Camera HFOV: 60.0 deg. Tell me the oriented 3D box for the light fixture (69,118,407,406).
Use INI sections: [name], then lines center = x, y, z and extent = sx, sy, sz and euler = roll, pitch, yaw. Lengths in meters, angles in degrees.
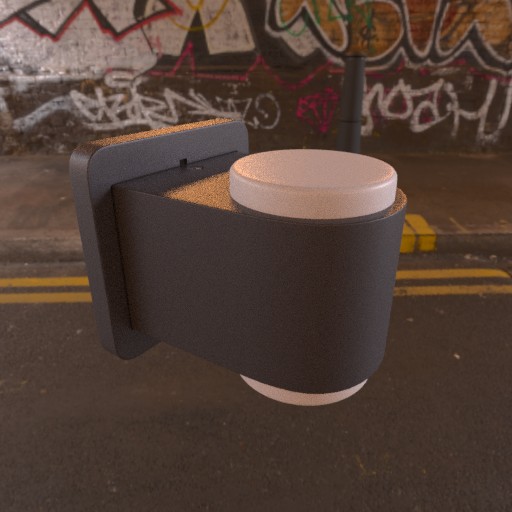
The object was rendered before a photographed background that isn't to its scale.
[light fixture]
center = 0.000, 0.000, 0.213
extent = 0.132, 0.109, 0.109
euler = 17, 30, 32
